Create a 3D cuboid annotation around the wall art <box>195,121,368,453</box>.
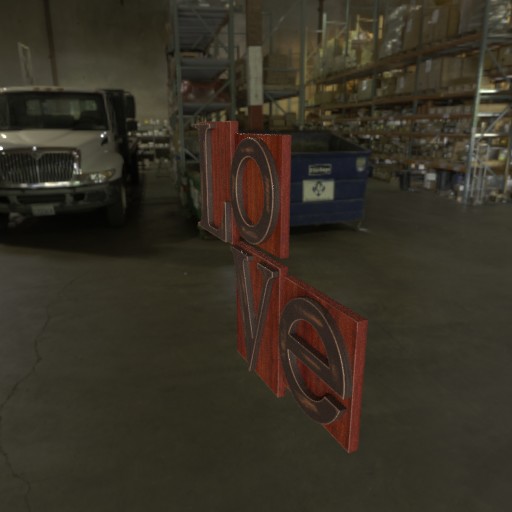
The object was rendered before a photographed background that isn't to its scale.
[{"bbox_3d":[0.000,0.000,0.848,0.030,0.497,0.635,-7,18,-24],"label":"wall art"}]
